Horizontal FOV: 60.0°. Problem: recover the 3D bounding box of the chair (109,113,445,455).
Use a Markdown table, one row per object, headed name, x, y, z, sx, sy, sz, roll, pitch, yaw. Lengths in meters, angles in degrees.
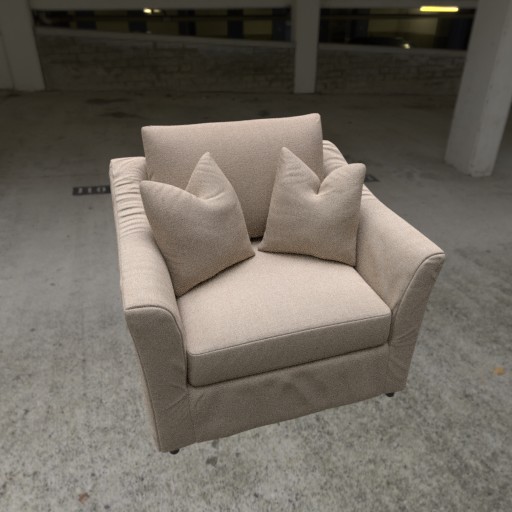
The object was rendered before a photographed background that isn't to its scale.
| name | x | y | z | sx | sy | sz | roll | pitch | yaw |
| --- | --- | --- | --- | --- | --- | --- | --- | --- | --- |
| chair | 0.000 | 0.000 | 2.040 | 1.194 | 1.093 | 1.071 | -9 | 31 | -15 |
